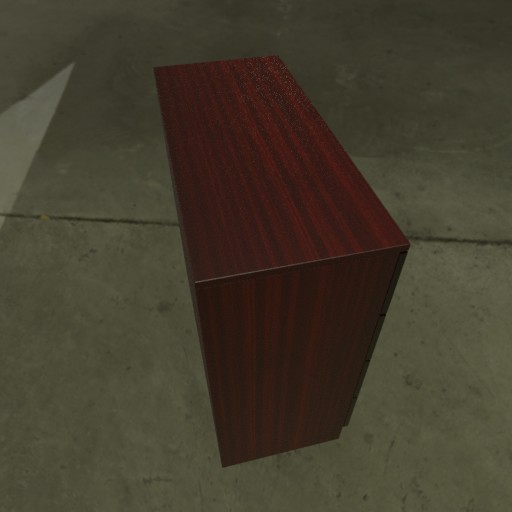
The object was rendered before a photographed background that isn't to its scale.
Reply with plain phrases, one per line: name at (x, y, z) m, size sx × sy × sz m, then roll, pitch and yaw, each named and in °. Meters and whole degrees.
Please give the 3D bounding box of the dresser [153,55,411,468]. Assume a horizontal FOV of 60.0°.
dresser at (0.000, 0.000, 1.162) m, size 0.360 × 0.720 × 0.750 m, roll -10°, pitch 46°, yaw -10°
